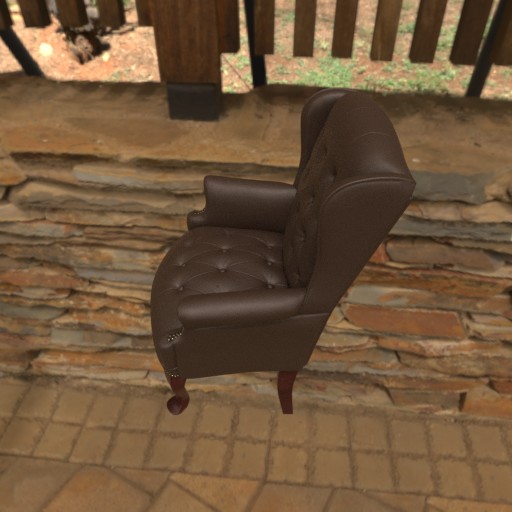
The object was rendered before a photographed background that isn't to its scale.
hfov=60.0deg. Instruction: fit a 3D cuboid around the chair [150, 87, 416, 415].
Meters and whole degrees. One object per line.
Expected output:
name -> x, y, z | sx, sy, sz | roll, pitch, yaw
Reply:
chair -> 0.000, 0.000, 1.661 | 0.819, 1.132, 0.829 | 0, 39, 1
